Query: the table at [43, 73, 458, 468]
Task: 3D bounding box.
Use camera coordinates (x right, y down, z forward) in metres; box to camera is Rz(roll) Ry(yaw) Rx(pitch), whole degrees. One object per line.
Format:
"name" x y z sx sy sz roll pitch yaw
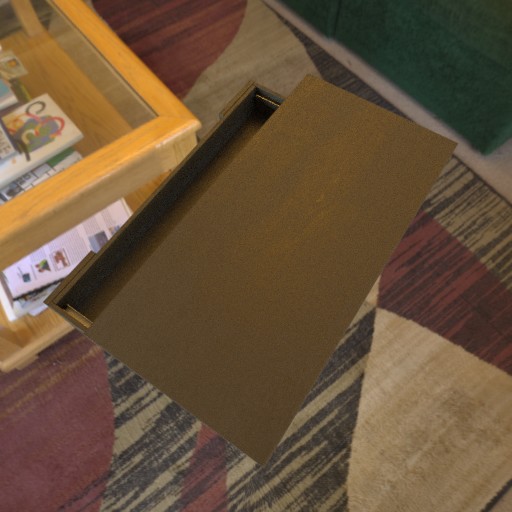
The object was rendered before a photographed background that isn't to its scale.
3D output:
"table" 0.000 0.000 1.416 0.711 0.570 1.000 31 68 14
